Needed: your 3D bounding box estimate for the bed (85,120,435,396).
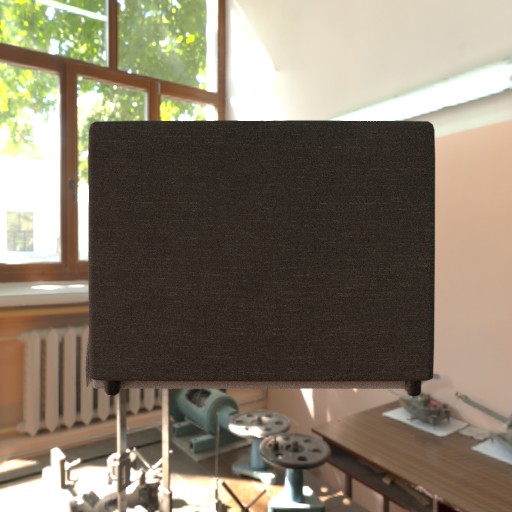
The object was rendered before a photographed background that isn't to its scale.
[{"bbox_3d":[0.000,0.000,3.149,1.723,1.330,2.142,0,1,0],"label":"bed"}]
